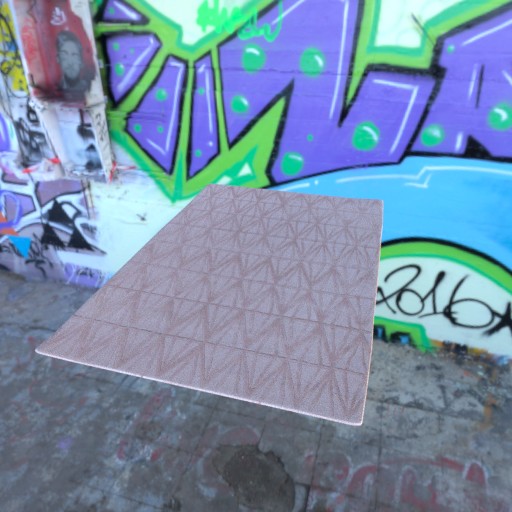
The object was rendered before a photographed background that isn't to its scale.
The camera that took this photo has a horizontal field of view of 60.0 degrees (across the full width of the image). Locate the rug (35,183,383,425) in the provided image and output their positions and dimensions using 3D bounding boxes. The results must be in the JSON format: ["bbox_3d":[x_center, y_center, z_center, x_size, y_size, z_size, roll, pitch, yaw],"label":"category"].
[{"bbox_3d":[0.000,0.000,2.288,1.230,0.025,1.837,8,31,14],"label":"rug"}]
